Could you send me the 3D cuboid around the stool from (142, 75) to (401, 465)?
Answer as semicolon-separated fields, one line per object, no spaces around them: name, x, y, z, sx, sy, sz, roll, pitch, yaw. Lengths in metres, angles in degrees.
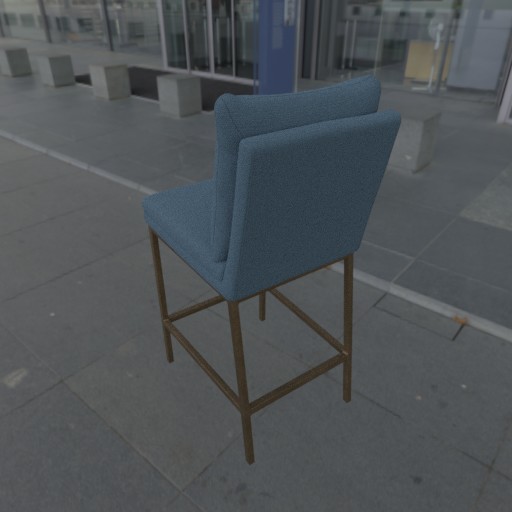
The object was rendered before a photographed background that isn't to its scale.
stool;0.000;0.000;1.326;0.463;1.032;0.568;-20;36;-29
